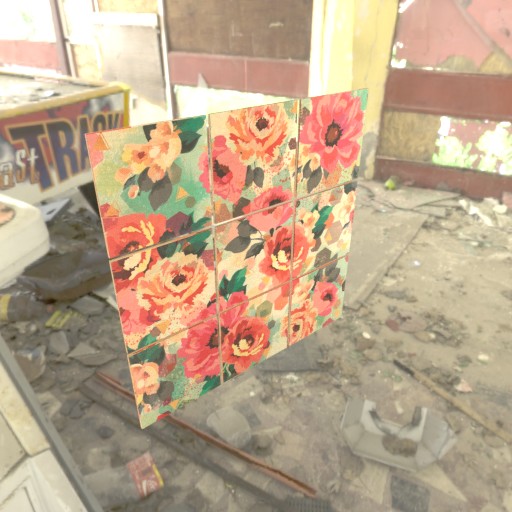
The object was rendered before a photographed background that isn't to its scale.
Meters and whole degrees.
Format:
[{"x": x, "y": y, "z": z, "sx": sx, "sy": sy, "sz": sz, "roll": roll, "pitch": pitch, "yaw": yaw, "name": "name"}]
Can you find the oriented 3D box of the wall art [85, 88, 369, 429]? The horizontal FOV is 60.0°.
[{"x": 0.000, "y": 0.000, "z": 1.868, "sx": 1.216, "sy": 1.220, "sz": 0.013, "roll": -22, "pitch": 36, "yaw": -33, "name": "wall art"}]
